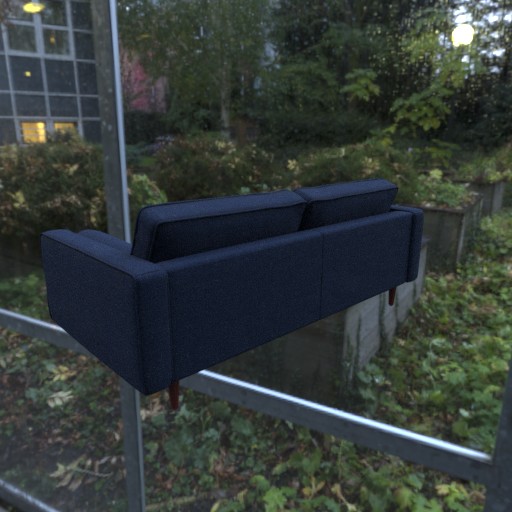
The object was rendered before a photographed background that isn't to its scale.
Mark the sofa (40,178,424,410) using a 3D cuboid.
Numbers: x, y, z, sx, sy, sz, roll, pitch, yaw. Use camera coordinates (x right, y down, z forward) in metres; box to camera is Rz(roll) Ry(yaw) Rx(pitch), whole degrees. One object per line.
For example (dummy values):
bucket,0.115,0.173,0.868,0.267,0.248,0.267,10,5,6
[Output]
sofa,0.000,0.000,2.349,1.880,0.762,0.914,-14,21,-41
